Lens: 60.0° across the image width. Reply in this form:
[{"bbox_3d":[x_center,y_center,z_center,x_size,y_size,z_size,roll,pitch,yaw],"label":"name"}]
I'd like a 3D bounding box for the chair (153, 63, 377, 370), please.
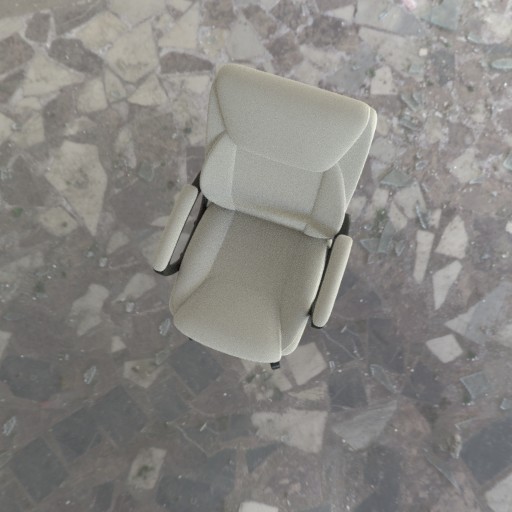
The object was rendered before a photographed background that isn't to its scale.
[{"bbox_3d":[0.000,0.000,1.497,0.663,1.065,0.669,19,76,5],"label":"chair"}]
